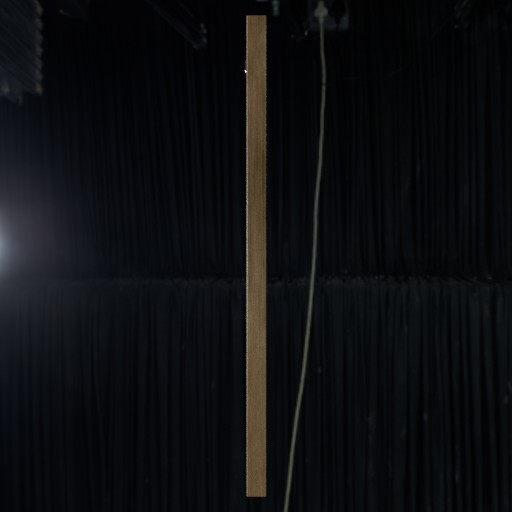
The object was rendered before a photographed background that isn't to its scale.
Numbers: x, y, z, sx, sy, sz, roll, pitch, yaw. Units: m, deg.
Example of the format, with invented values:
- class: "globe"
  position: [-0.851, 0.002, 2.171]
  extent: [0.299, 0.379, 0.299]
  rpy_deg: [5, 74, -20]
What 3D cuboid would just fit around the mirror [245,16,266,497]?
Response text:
- class: "mirror"
  position: [0.000, 0.000, 1.147]
  extent: [0.041, 0.915, 0.609]
  rpy_deg: [0, 0, 0]
